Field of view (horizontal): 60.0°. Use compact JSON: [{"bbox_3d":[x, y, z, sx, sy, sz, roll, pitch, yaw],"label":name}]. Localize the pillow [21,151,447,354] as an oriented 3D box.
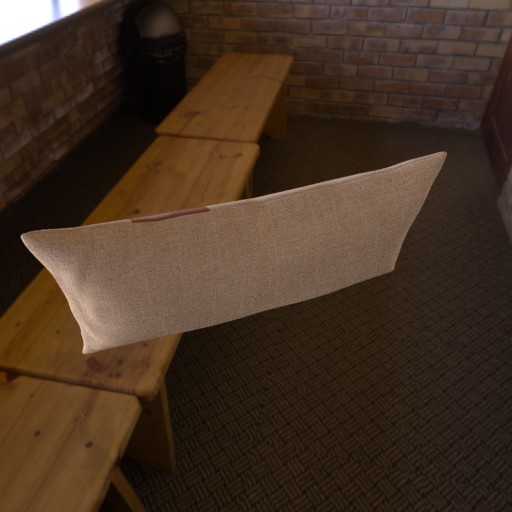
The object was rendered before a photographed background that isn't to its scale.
[{"bbox_3d":[0.000,0.000,0.714,0.612,0.282,0.155,-13,42,-15],"label":"pillow"}]
